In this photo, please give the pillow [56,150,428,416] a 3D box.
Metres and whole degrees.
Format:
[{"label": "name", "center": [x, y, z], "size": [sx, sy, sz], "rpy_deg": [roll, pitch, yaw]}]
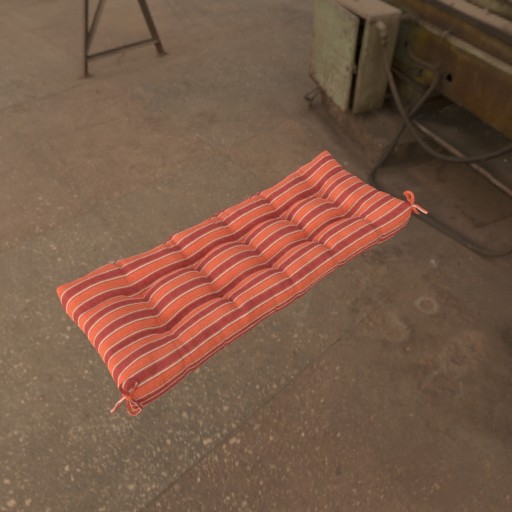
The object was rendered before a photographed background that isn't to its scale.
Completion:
[{"label": "pillow", "center": [0.000, 0.000, 1.416], "size": [1.194, 0.174, 0.511], "rpy_deg": [-31, 54, -26]}]
